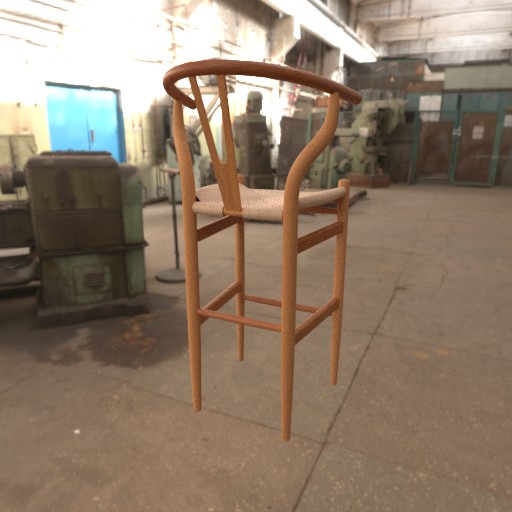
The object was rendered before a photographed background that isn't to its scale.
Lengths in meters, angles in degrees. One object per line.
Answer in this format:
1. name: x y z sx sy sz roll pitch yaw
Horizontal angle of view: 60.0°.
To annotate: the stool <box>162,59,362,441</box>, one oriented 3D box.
1. stool: 0.000 0.000 1.392 0.574 1.068 0.561 8 17 26
